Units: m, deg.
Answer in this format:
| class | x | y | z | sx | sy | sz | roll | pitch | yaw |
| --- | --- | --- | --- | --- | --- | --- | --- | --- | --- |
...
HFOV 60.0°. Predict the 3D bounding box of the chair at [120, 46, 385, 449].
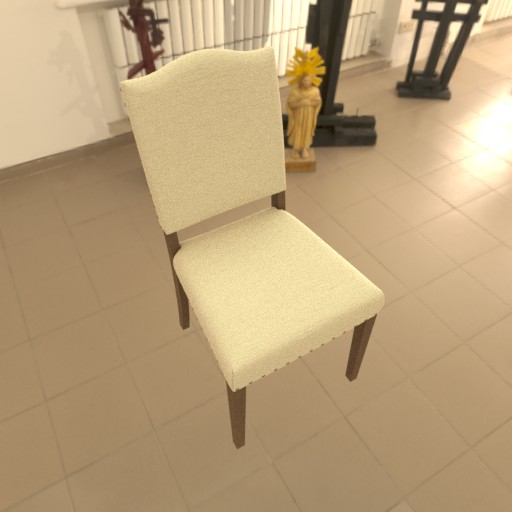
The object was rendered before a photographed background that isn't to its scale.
| class | x | y | z | sx | sy | sz | roll | pitch | yaw |
| --- | --- | --- | --- | --- | --- | --- | --- | --- | --- |
| chair | 0.000 | 0.000 | 1.332 | 0.508 | 1.015 | 0.619 | -23 | 51 | -21 |
